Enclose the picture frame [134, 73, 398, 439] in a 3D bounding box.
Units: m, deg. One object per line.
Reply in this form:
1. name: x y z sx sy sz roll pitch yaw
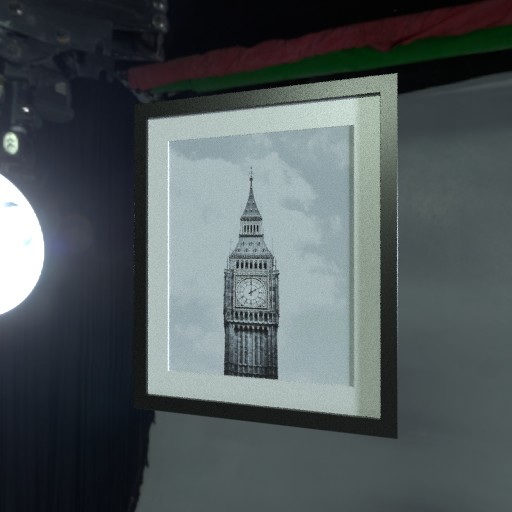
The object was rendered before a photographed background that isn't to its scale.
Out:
1. picture frame: 0.000 0.000 0.756 0.460 0.556 0.028 0 0 18
